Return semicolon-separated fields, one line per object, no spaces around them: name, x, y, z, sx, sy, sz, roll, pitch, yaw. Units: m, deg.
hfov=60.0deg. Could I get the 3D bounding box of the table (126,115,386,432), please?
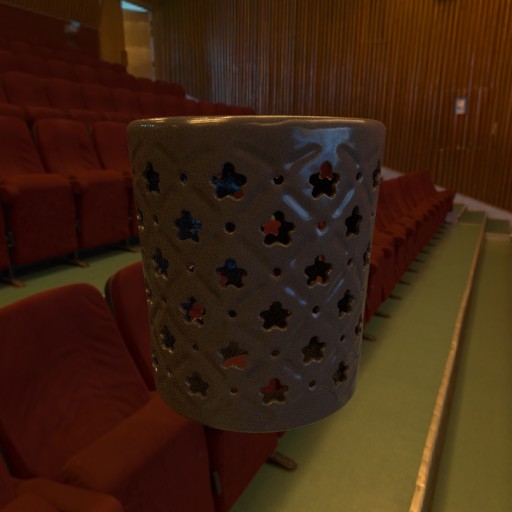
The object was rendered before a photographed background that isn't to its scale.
table;0.000;0.000;0.664;0.352;0.387;0.352;0;14;0
